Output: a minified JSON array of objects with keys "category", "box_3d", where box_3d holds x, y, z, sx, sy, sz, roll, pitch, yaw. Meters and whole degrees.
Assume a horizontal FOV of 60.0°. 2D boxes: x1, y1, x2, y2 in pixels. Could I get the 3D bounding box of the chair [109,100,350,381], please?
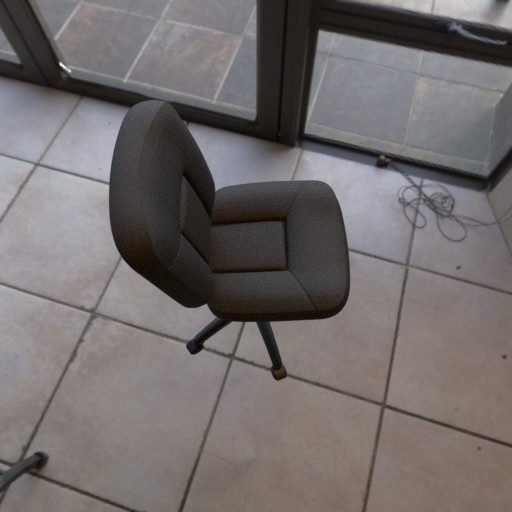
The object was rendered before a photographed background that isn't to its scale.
[{"category":"chair","box_3d":[0.000,0.000,1.363,0.610,0.972,0.610,-1,65,0]}]
